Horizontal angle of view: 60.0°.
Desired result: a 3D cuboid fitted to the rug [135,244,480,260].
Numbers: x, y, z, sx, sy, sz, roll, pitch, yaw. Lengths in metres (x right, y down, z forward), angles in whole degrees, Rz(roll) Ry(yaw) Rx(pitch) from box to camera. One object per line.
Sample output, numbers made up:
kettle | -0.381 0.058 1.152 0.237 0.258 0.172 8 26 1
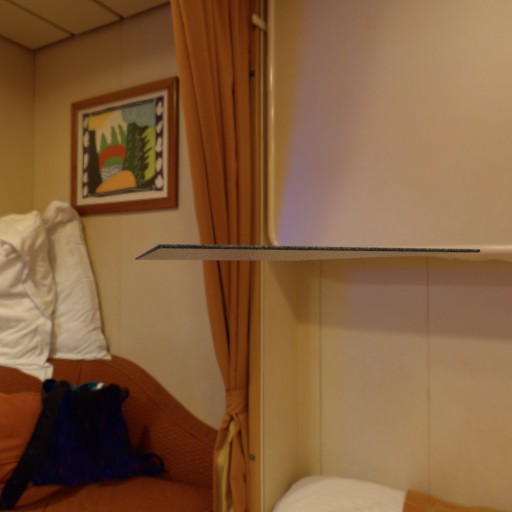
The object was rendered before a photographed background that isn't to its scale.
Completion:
rug | 0.000 0.000 2.963 1.478 0.017 2.330 0 -2 -17
